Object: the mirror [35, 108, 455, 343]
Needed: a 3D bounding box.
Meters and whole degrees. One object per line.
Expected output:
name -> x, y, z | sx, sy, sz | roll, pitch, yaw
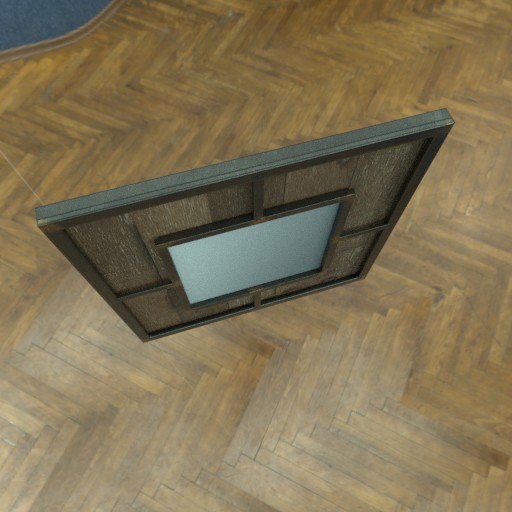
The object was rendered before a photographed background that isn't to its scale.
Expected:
mirror -> 0.000, 0.000, 0.563 | 0.382, 0.381, 0.020 | -15, 66, -7
